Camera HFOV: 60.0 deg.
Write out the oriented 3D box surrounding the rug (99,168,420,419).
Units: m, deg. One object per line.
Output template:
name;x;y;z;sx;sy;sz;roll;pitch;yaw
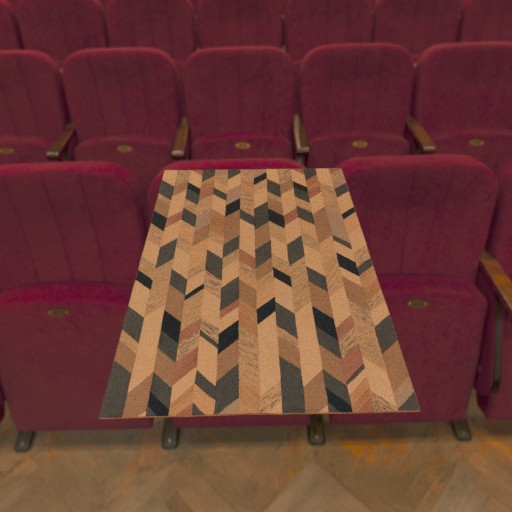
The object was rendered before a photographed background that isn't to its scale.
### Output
rug;0.000;0.000;2.322;1.202;0.006;1.813;-1;41;-1
